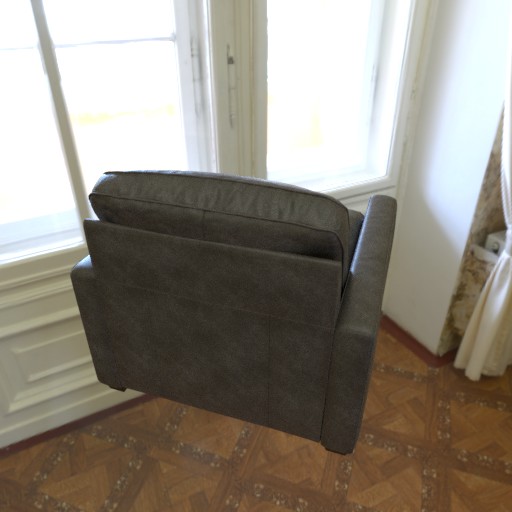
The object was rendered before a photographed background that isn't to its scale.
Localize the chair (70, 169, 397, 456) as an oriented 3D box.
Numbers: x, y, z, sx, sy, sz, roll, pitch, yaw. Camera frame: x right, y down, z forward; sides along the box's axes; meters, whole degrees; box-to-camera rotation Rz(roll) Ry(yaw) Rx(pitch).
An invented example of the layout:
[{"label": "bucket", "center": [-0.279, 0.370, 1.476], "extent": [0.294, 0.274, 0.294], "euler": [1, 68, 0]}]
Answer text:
[{"label": "chair", "center": [0.000, 0.000, 1.736], "extent": [1.006, 0.916, 0.939], "euler": [10, 33, 16]}]
